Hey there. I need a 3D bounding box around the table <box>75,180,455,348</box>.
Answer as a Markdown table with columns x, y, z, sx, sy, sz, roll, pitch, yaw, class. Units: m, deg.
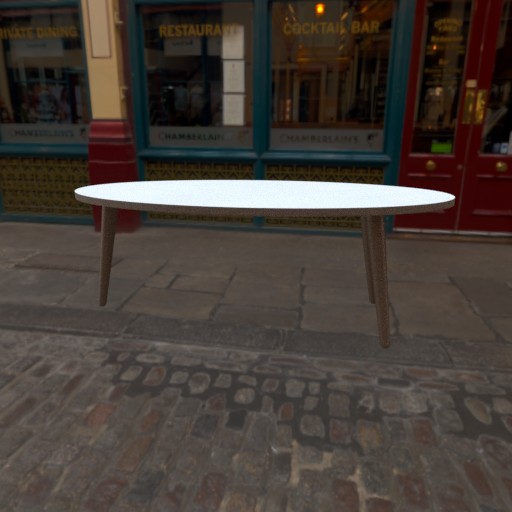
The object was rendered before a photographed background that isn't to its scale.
| x | y | z | sx | sy | sz | roll | pitch | yaw | class |
| --- | --- | --- | --- | --- | --- | --- | --- | --- | --- |
| 0.000 | 0.000 | 1.335 | 1.083 | 0.390 | 0.542 | 2 | 16 | 8 | table |
